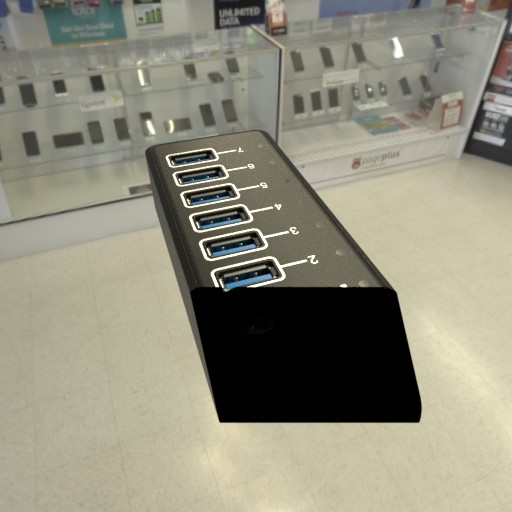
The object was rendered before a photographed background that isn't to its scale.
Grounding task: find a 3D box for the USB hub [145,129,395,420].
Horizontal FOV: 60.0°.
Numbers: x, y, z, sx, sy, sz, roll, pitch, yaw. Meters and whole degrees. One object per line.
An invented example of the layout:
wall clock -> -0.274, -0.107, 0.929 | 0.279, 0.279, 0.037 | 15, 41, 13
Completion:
USB hub -> 0.000, 0.000, 0.125 | 0.044, 0.023, 0.110 | -13, 43, -14
